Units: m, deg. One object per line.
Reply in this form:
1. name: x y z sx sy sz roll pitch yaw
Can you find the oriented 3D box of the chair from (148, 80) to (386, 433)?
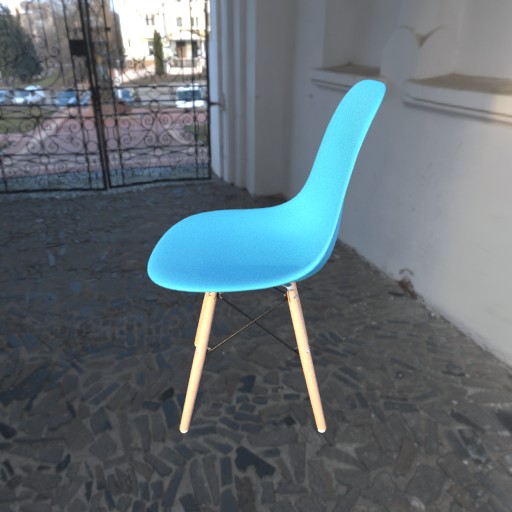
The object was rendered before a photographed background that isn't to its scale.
1. chair: 0.000 0.000 1.126 0.531 0.826 0.470 0 26 -1
